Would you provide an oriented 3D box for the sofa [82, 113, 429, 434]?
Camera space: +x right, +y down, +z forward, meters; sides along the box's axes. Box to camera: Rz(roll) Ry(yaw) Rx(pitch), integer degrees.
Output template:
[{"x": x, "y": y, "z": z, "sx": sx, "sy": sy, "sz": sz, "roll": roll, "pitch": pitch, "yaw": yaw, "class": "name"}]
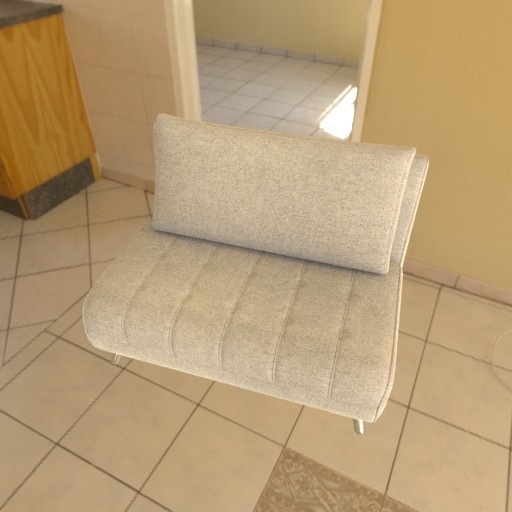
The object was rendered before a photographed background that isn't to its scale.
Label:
[{"x": 0.000, "y": 0.000, "z": 1.858, "sx": 1.220, "sy": 0.910, "sz": 0.910, "roll": 11, "pitch": 41, "yaw": 13, "class": "sofa"}]
